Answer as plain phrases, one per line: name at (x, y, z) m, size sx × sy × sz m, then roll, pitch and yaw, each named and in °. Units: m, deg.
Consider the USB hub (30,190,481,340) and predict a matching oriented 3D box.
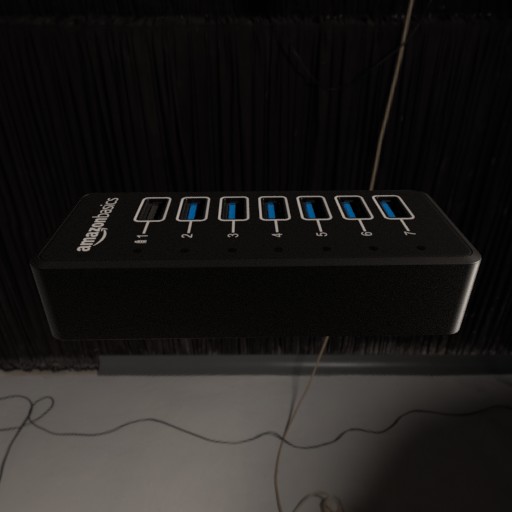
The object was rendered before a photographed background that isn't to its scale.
USB hub at (0.000, 0.000, 0.129) m, size 0.110 × 0.023 × 0.044 m, roll -1°, pitch 32°, yaw -1°
